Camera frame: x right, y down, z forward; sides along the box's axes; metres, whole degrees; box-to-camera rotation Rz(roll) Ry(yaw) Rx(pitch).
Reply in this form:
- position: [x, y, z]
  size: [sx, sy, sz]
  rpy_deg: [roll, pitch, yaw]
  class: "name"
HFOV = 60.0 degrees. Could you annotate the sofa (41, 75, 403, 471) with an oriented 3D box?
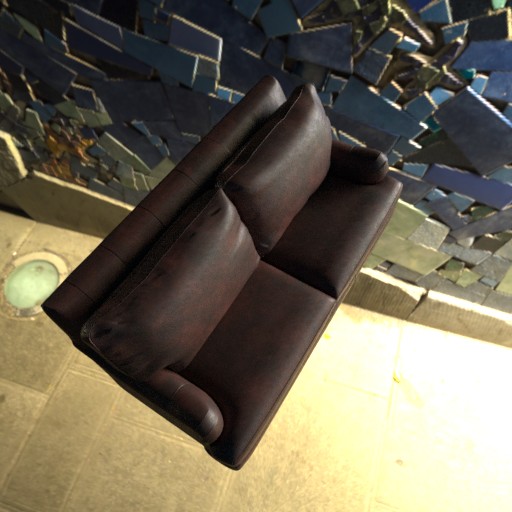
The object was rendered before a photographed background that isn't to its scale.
- position: [0.000, 0.000, 2.747]
  size: [1.147, 1.071, 2.144]
  rpy_deg: [28, 63, 16]
  class: "sofa"
